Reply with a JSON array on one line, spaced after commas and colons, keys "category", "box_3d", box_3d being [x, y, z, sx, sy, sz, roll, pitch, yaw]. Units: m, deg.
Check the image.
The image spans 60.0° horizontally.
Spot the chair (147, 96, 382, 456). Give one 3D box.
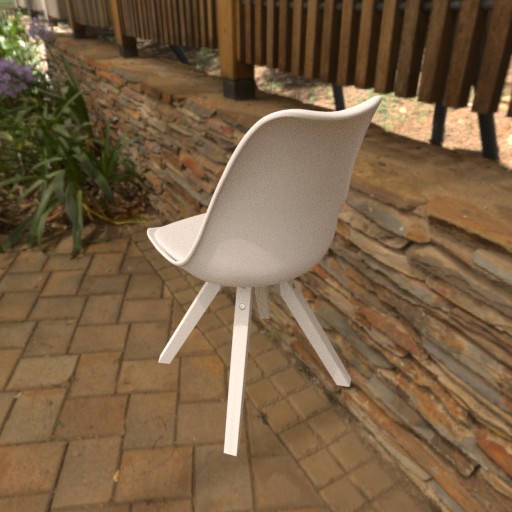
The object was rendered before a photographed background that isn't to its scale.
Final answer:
[{"category": "chair", "box_3d": [0.000, 0.000, 1.164, 0.485, 0.850, 0.550, -19, 35, -30]}]
